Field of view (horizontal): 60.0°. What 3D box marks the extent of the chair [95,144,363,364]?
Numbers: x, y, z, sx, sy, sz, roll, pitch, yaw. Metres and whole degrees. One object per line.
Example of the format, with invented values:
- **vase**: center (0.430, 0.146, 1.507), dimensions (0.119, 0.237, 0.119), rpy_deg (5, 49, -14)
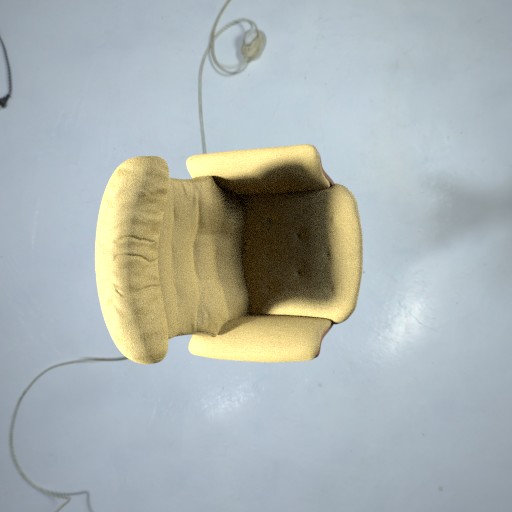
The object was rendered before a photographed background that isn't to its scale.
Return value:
- **chair**: center (0.000, 0.000, 1.596), dimensions (0.837, 0.995, 0.785), rpy_deg (0, 91, 0)
